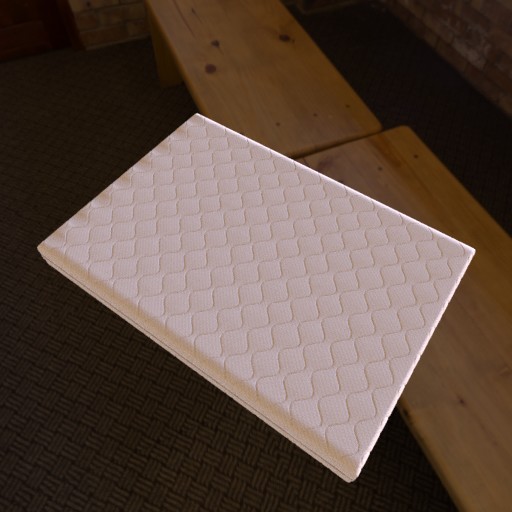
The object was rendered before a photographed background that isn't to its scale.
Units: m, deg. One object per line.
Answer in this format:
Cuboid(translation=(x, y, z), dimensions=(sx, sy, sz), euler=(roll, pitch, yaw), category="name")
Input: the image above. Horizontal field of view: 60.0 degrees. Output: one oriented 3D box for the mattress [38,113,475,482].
Cuboid(translation=(0.000, 0.000, 2.506), dimensions=(2.000, 0.200, 1.400), euler=(31, 62, 19), category="mattress")
